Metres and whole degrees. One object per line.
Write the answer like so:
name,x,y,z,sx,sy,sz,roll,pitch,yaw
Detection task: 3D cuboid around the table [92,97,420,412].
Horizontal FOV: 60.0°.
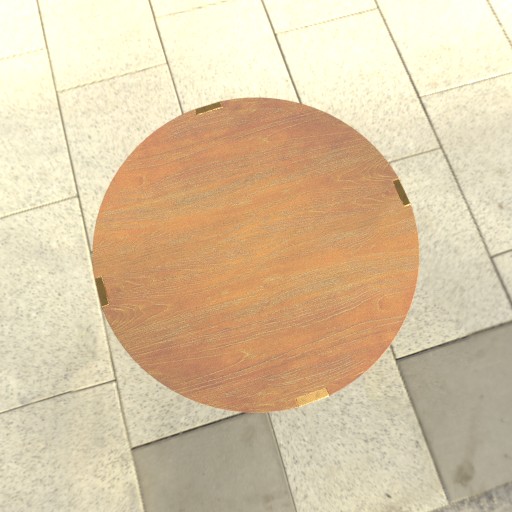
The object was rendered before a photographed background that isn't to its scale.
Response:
table,0.000,0.000,1.704,1.100,0.420,1.100,0,75,0
